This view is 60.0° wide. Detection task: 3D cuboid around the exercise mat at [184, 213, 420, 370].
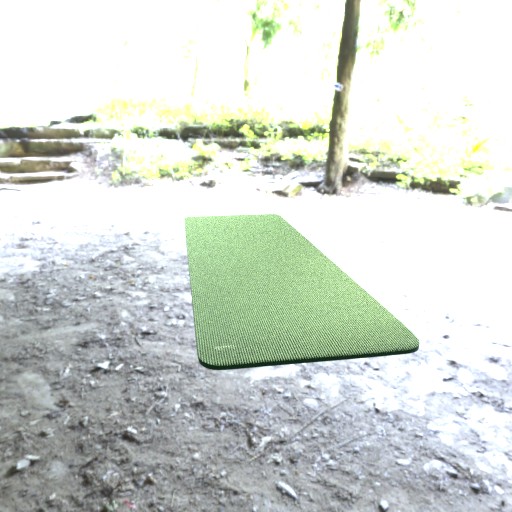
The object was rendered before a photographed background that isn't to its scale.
[{"bbox_3d":[0.000,0.000,2.028,0.616,0.021,1.869,-3,17,-10],"label":"exercise mat"}]
